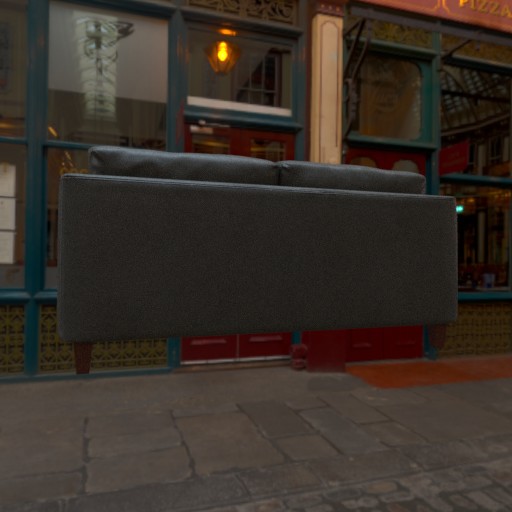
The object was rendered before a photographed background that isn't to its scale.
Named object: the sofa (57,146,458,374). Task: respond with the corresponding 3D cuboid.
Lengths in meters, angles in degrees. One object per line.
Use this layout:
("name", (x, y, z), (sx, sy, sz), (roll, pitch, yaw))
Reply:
("sofa", (0.000, 0.000, 2.385), (1.883, 0.933, 0.951), (0, -1, -19))
